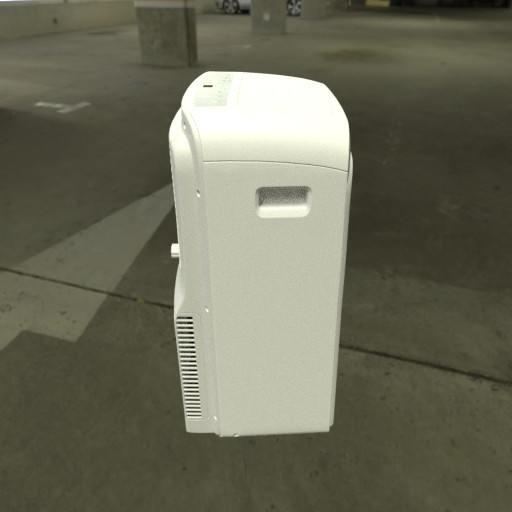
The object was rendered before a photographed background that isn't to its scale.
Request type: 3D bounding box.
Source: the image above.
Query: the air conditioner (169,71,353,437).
[{"bbox_3d":[0.000,0.000,0.962,0.365,0.700,0.454,0,32,0],"label":"air conditioner"}]
